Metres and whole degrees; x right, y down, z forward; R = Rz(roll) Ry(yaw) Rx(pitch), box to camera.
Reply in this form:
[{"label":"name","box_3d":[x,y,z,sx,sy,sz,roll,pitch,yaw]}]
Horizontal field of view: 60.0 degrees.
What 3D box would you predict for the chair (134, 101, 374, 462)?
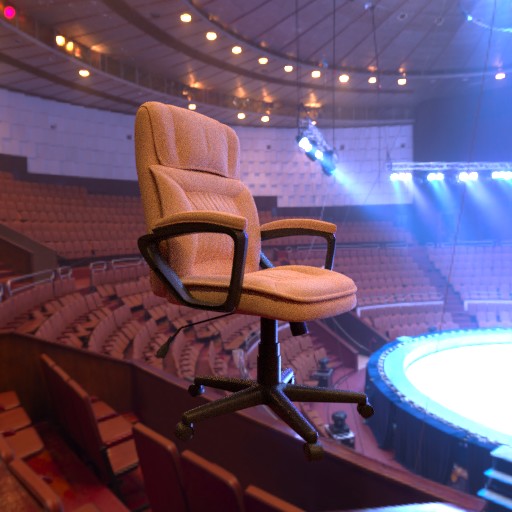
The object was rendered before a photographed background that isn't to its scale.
[{"label":"chair","box_3d":[0.000,0.000,1.549,0.724,1.105,0.667,1,2,36]}]
